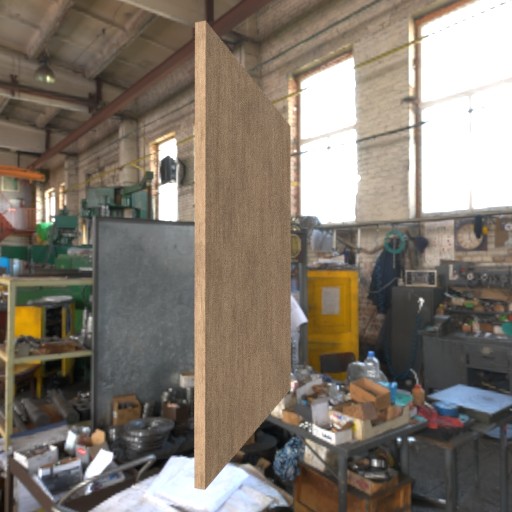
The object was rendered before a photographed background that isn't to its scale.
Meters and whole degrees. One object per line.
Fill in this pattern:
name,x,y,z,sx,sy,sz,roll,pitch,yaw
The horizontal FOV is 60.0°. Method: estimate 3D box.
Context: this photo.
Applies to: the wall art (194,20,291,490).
wall art,0.000,0.000,0.904,0.018,0.686,0.534,0,-1,18
